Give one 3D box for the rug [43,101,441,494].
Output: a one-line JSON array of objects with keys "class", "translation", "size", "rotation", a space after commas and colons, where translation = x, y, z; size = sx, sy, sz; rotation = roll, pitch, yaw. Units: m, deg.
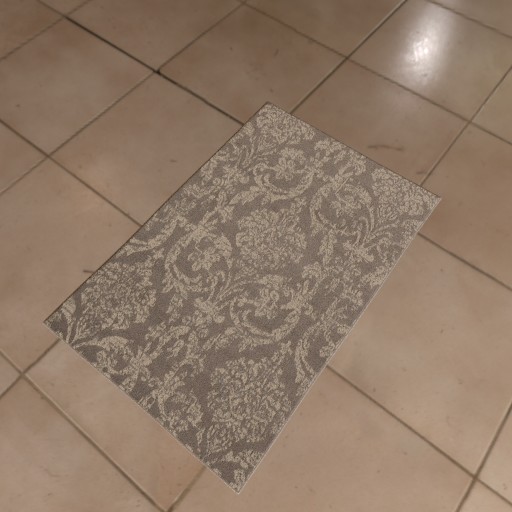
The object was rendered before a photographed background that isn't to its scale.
[{"class": "rug", "translation": [0.000, 0.000, 2.300], "size": [1.206, 0.012, 1.824], "rotation": [34, 68, 16]}]
